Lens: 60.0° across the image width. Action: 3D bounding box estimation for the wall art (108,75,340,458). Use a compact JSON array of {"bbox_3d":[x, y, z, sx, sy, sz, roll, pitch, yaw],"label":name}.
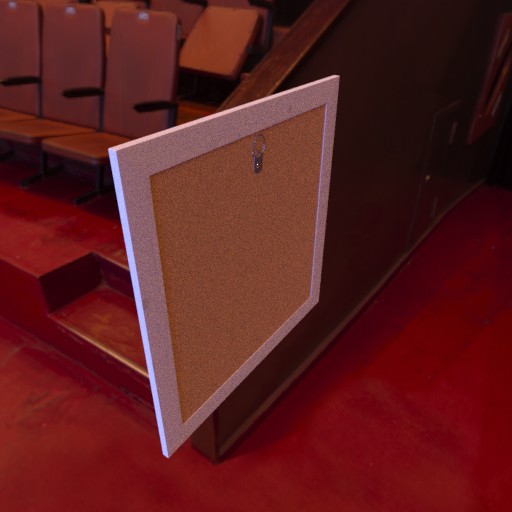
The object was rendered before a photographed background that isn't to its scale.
[{"bbox_3d":[0.000,0.000,0.859,0.015,0.577,0.572,21,37,29],"label":"wall art"}]
